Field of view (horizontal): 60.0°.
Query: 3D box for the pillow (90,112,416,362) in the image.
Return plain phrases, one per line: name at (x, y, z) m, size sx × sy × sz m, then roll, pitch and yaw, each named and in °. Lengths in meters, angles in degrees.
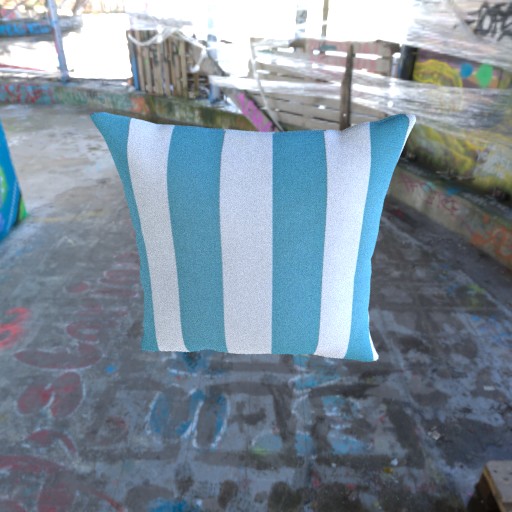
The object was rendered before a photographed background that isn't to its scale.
pillow at (0.000, 0.000, 0.837) m, size 0.536 × 0.526 × 0.189 m, roll 1°, pitch 32°, yaw 1°
